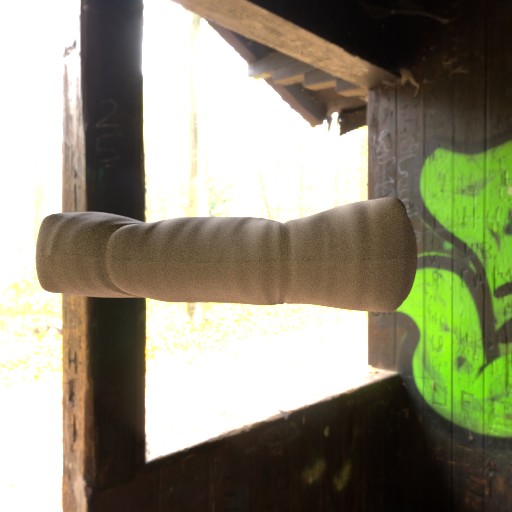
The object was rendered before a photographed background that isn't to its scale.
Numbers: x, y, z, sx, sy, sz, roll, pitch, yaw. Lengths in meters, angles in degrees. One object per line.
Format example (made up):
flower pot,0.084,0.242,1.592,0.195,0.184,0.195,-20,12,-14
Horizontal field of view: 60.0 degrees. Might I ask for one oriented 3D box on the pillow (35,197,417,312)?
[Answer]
pillow,0.000,0.000,0.725,0.490,0.128,0.468,0,0,19
